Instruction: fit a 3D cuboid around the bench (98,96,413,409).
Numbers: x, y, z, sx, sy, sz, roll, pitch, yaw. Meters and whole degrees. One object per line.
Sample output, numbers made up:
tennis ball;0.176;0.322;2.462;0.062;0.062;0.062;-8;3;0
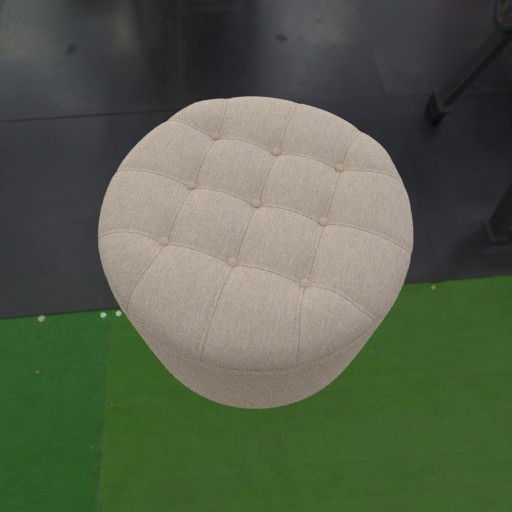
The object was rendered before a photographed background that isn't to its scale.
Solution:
bench;0.000;0.000;0.996;0.600;0.454;0.600;0;62;0
